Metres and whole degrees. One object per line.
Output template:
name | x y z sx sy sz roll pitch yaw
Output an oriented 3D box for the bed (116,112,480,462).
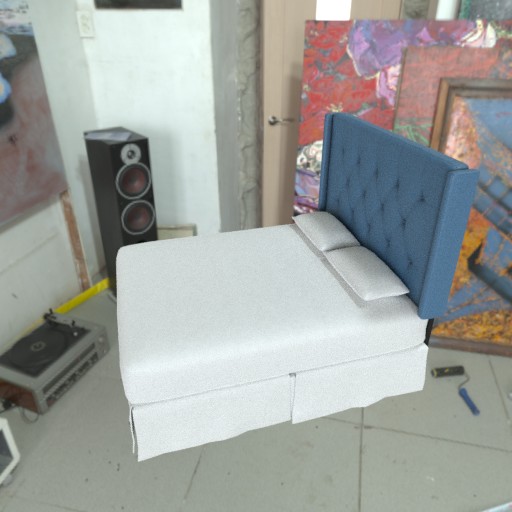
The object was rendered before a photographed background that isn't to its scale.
bed | 0.000 0.000 3.258 2.078 1.665 1.719 -8 30 -14
